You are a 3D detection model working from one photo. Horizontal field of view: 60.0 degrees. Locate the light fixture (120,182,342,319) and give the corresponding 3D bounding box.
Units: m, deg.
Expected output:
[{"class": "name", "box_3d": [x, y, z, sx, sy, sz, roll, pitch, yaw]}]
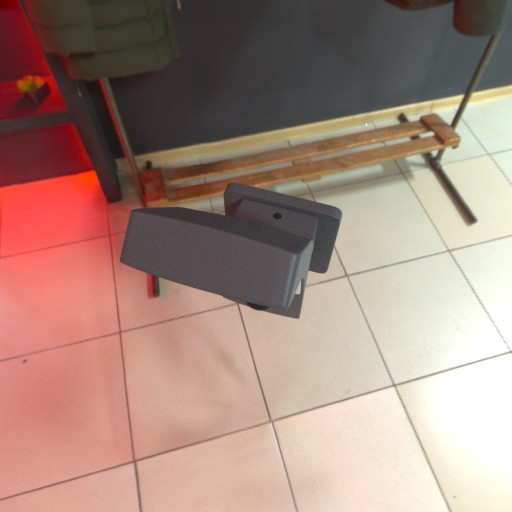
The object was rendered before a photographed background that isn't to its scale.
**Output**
[{"class": "light fixture", "box_3d": [0.000, 0.000, 0.332, 0.108, 0.243, 0.174, 15, 59, 9]}]
